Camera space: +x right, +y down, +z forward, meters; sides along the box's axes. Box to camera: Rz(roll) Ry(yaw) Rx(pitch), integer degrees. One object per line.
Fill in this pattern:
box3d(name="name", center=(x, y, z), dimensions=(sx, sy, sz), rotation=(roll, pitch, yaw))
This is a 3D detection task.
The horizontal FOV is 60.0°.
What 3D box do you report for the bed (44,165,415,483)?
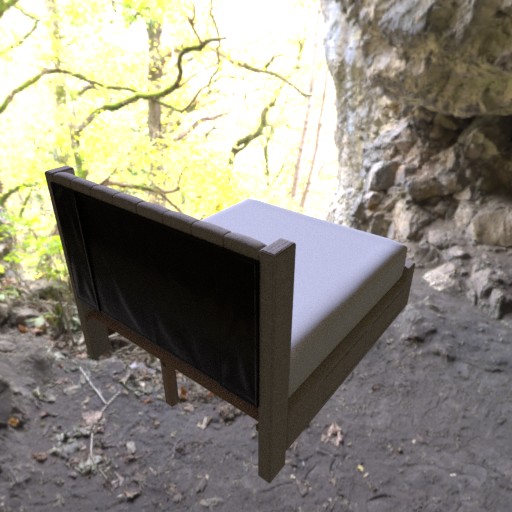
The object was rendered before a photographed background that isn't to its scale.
box3d(name="bed", center=(0.000, 0.000, 3.855), dimensions=(2.044, 1.748, 2.372), rotation=(21, 35, 32))
